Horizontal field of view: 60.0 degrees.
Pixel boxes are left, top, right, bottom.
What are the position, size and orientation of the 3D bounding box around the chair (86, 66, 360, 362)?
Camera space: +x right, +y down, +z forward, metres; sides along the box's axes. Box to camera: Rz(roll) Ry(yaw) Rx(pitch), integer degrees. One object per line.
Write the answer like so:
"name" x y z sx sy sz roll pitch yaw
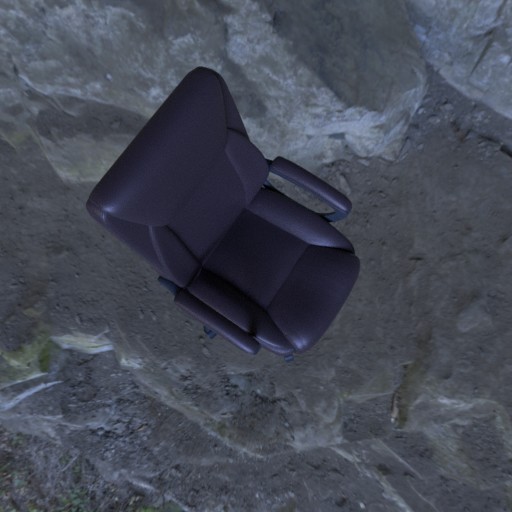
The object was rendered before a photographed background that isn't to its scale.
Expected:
"chair" 0.000 0.000 1.474 0.655 1.072 0.615 33 78 8
